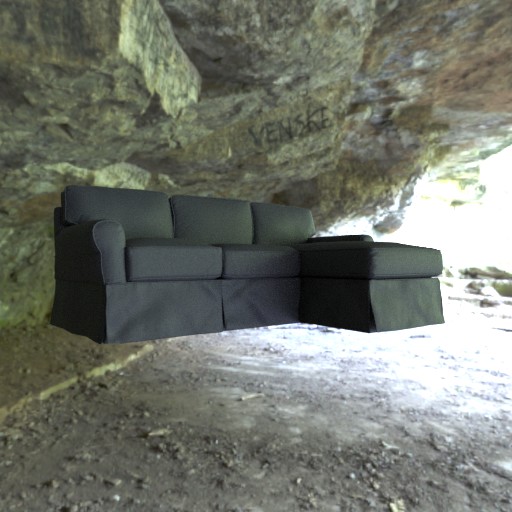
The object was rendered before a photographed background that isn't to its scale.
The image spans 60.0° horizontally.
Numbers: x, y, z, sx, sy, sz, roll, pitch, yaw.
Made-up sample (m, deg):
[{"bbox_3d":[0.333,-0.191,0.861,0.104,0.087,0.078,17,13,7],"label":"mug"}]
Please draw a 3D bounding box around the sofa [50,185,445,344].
[{"bbox_3d":[0.000,0.000,3.306,2.518,1.039,1.637,1,-1,-37],"label":"sofa"}]
